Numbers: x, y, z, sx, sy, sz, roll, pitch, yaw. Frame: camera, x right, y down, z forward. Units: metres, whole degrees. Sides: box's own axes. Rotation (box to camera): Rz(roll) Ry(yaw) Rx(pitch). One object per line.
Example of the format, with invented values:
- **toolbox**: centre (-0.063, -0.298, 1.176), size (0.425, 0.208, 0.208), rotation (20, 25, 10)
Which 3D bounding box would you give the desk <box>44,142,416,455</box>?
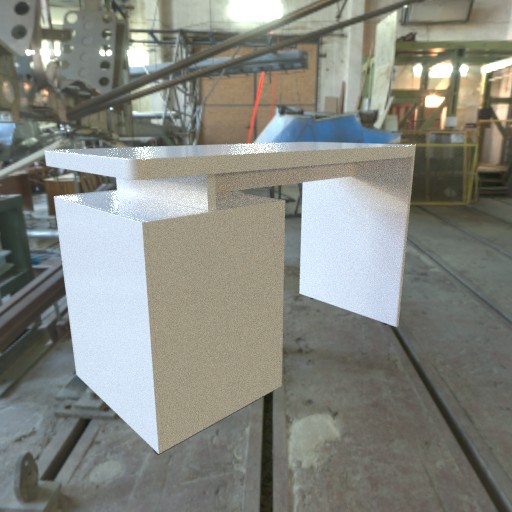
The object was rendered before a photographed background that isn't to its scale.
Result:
- **desk**: centre (0.000, 0.000, 1.592), size (1.200, 0.760, 0.550), rotation (-15, 22, -41)
